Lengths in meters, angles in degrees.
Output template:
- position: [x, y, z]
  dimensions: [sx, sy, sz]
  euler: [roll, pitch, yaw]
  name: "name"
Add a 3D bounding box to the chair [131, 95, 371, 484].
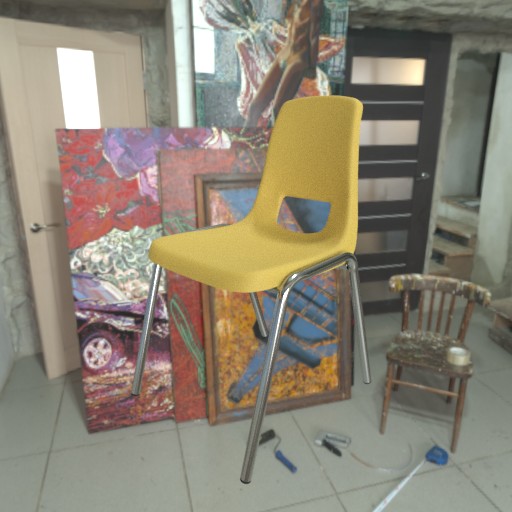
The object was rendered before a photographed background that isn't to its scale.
- position: [0.000, 0.000, 0.937]
  dimensions: [0.381, 0.653, 0.436]
  euler: [16, 23, 42]
  name: "chair"
